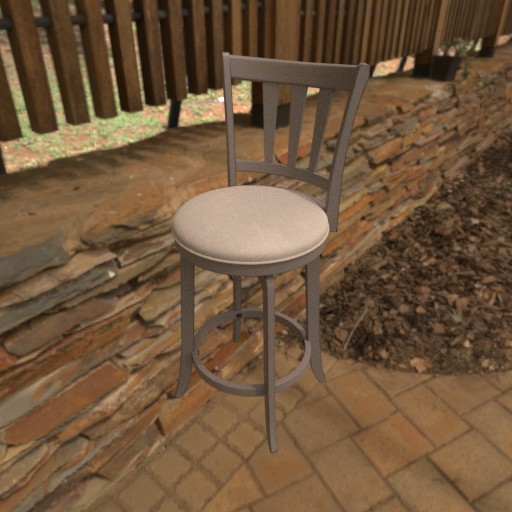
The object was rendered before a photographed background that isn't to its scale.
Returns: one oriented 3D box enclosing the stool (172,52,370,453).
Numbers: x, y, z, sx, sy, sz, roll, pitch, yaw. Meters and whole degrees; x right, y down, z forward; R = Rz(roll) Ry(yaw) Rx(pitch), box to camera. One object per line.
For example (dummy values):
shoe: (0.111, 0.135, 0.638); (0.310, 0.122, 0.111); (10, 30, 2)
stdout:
stool: (0.000, 0.000, 1.278); (0.436, 1.023, 0.475); (19, 35, 28)
